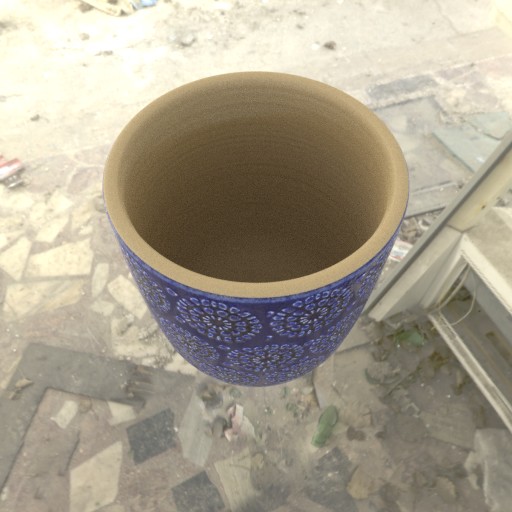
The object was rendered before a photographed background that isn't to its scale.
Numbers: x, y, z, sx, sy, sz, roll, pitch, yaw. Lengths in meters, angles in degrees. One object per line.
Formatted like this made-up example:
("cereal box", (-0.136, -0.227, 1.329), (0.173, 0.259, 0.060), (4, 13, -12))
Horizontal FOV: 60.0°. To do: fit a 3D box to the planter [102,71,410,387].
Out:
("planter", (0.000, 0.000, 0.350), (0.184, 0.206, 0.184), (0, 57, 0))
